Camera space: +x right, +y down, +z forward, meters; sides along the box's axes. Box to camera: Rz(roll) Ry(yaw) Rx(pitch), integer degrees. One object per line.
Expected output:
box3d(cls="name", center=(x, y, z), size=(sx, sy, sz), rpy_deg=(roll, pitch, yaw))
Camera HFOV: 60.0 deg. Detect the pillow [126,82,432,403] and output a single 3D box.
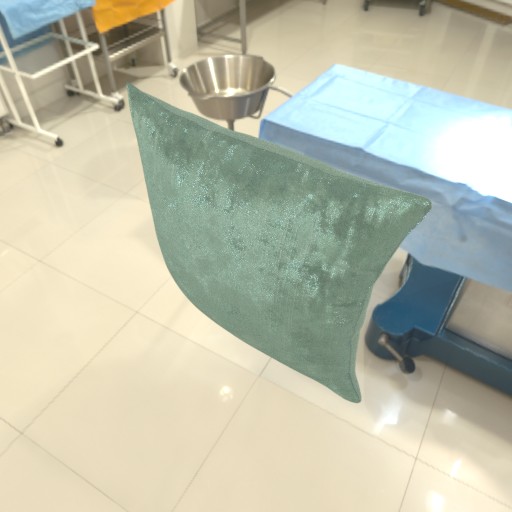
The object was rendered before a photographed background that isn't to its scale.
box3d(cls="pillow", center=(0.000, 0.000, 0.727), size=(0.470, 0.464, 0.175), rpy_deg=(28, 52, 25))
